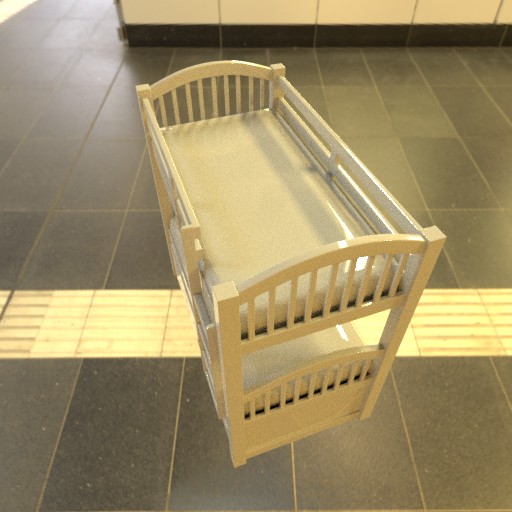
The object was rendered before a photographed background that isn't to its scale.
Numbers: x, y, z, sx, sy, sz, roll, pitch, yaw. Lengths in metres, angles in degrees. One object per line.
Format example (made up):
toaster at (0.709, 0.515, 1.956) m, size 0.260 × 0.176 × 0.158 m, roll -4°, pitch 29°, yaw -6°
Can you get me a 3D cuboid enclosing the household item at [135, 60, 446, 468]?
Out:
household item at (0.000, 0.000, 3.237) m, size 1.143 × 2.032 × 2.032 m, roll -15°, pitch 48°, yaw -14°
